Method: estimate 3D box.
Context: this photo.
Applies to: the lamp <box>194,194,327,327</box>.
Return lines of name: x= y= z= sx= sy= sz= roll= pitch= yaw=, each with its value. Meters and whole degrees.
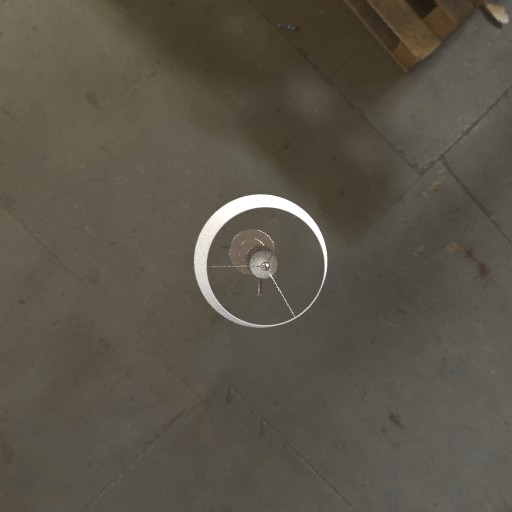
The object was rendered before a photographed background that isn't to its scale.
lamp: x=0.000 y=0.000 z=1.660 sx=0.355 sy=1.473 sz=0.355 roll=0 pitch=92 yaw=-2
